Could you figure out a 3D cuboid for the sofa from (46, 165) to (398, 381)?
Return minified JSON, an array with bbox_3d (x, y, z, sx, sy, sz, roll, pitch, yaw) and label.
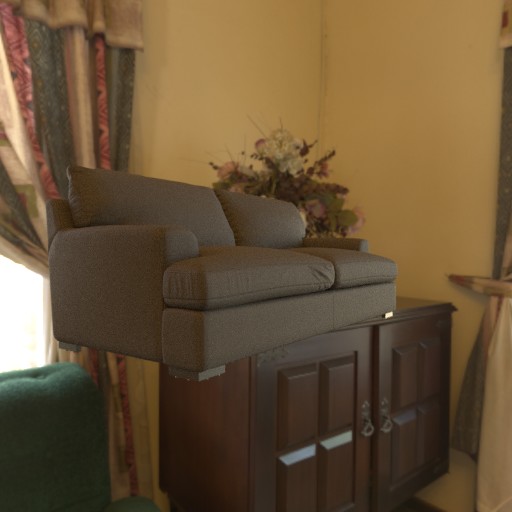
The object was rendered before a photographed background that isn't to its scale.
[{"bbox_3d":[0.000,0.000,2.862,1.140,0.950,2.271,0,0,36],"label":"sofa"}]
